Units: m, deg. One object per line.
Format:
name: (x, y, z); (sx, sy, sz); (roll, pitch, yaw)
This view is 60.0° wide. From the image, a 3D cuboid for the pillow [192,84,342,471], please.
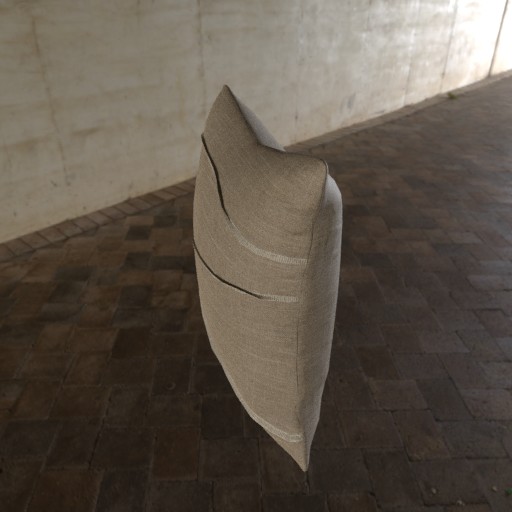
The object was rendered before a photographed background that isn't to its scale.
pillow: (0.000, 0.000, 0.630); (0.169, 0.400, 0.424); (-8, 31, -13)
